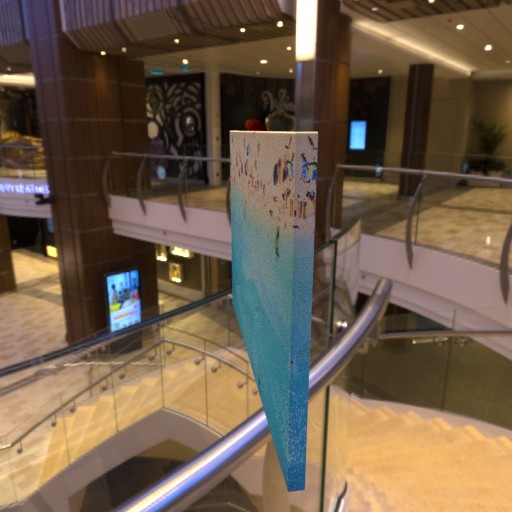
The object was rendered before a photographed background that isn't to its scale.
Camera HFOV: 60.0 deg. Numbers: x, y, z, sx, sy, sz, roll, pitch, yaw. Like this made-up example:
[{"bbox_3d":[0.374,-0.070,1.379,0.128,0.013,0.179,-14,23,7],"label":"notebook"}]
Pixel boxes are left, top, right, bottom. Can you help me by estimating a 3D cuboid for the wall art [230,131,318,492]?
[{"bbox_3d":[0.000,0.000,1.419,0.040,0.769,1.136,-3,16,-9],"label":"wall art"}]
